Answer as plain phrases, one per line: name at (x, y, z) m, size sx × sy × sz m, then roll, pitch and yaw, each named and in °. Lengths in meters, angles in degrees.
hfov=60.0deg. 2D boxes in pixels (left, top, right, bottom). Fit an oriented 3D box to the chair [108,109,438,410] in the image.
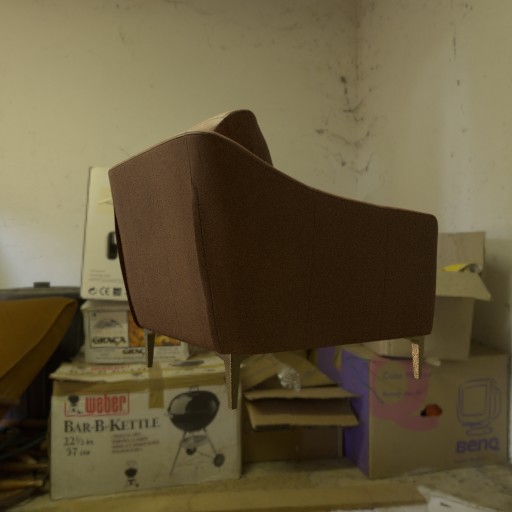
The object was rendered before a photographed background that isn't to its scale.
chair at (0.000, 0.000, 1.724) m, size 0.963 × 0.895 × 0.988 m, roll 0°, pitch -1°, yaw -36°
